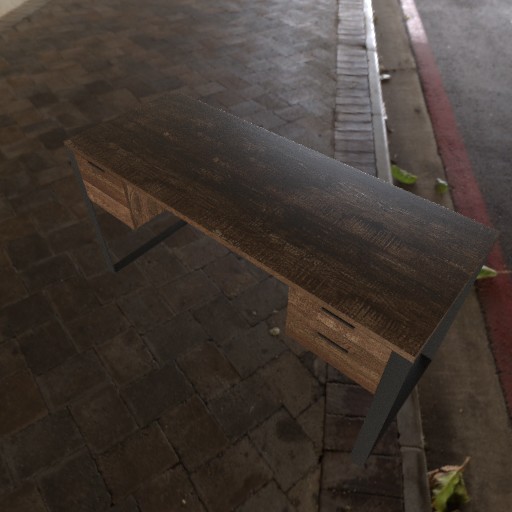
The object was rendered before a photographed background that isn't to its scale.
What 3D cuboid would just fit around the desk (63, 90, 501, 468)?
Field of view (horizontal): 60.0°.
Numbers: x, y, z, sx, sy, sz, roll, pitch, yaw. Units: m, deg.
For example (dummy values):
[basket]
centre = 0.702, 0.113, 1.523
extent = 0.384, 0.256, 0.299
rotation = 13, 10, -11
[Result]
[desk]
centre = 0.000, 0.000, 1.858
extent = 1.524, 0.762, 0.599
rotation = 31, 53, 27
